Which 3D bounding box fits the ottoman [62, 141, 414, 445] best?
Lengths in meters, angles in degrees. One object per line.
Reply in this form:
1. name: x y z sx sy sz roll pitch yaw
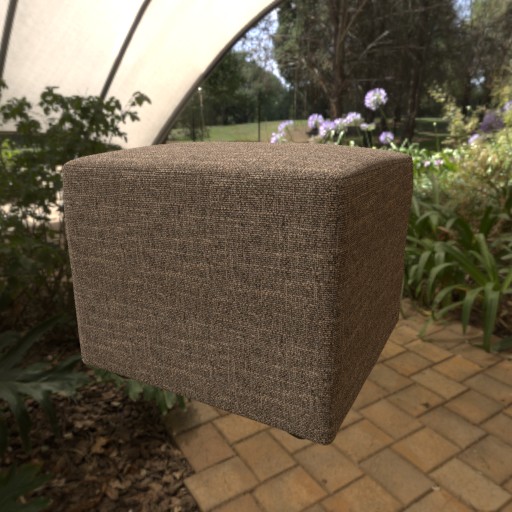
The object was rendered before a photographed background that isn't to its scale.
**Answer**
1. ottoman: 0.000 0.000 0.911 0.521 0.453 0.512 8 18 27
